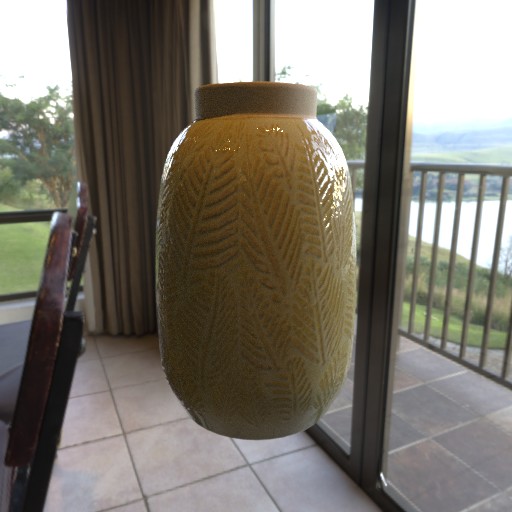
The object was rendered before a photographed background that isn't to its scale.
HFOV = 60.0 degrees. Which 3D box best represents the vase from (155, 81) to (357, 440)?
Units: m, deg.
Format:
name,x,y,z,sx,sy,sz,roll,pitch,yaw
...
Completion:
name,x,y,z,sx,sy,sz,roll,pitch,yaw
vase,0.000,0.000,0.382,0.172,0.270,0.172,0,14,0
